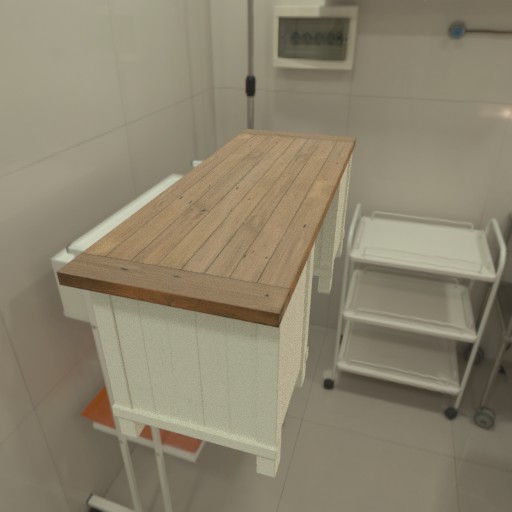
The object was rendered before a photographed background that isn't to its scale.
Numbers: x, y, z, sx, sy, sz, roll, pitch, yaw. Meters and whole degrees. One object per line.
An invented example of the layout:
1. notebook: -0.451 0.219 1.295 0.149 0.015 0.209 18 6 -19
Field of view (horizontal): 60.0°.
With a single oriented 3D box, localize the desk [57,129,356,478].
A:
1. desk: 0.000 0.000 2.173 0.688 0.760 1.803 9 31 15
